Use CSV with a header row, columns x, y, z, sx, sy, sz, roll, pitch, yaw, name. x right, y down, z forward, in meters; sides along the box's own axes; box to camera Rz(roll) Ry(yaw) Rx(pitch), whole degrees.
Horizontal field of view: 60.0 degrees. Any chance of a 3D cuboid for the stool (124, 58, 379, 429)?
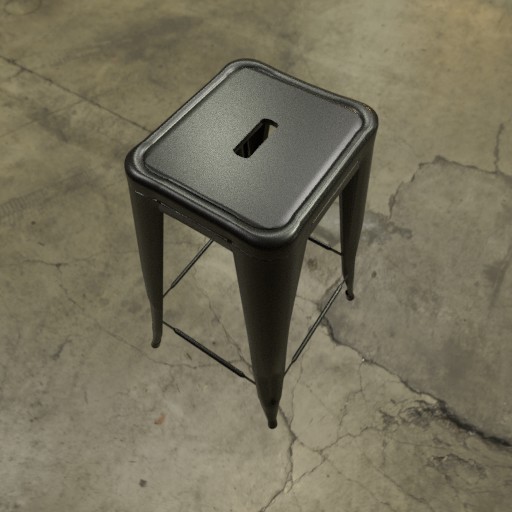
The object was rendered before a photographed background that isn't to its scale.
x,y,z,sx,sy,sz,roll,pitch,yaw,name
0.000,0.000,0.853,0.359,0.609,0.399,29,62,17,stool
